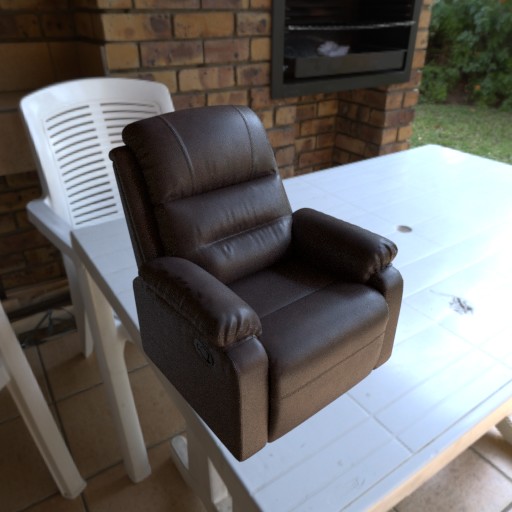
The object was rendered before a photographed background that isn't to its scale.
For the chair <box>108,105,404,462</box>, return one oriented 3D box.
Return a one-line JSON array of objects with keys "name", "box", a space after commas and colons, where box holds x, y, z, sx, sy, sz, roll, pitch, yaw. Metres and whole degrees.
[{"name": "chair", "box": [0.000, 0.000, 1.704, 0.855, 0.992, 0.919, -21, 36, -33]}]
